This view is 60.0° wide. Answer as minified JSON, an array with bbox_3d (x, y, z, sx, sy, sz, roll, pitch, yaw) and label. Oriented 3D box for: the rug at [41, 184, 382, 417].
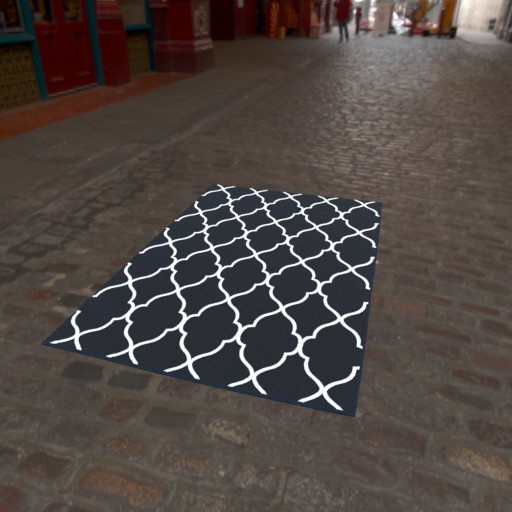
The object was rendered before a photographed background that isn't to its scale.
[{"bbox_3d":[0.000,0.000,2.923,1.528,0.014,2.294,8,31,14],"label":"rug"}]
